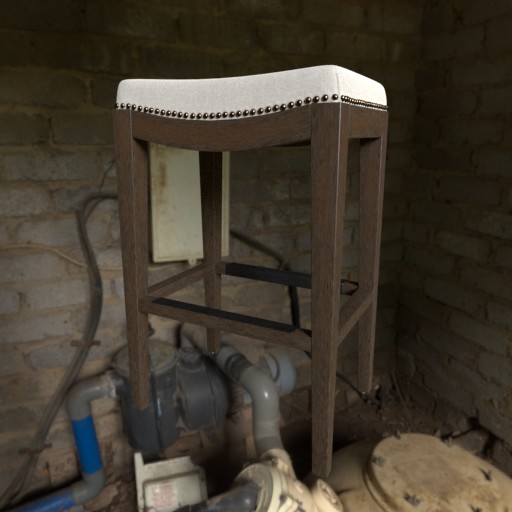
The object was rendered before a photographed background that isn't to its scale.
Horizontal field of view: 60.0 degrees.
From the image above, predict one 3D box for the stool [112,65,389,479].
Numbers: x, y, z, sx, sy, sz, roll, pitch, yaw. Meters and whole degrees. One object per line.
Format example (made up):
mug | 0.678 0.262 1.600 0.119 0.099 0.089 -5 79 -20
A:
stool | 0.000 0.000 1.024 0.498 0.759 0.358 8 17 27
